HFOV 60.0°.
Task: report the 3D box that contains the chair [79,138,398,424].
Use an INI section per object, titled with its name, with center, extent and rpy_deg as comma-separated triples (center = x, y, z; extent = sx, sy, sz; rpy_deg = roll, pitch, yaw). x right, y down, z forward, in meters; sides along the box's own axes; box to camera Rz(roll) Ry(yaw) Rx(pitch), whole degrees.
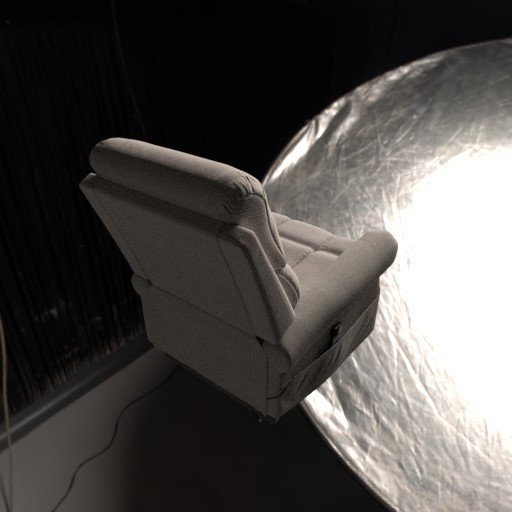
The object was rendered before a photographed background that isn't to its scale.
[chair]
center = 0.000, 0.000, 1.745
extent = 0.871, 1.031, 0.979
rpy_deg = 22, 37, 32
